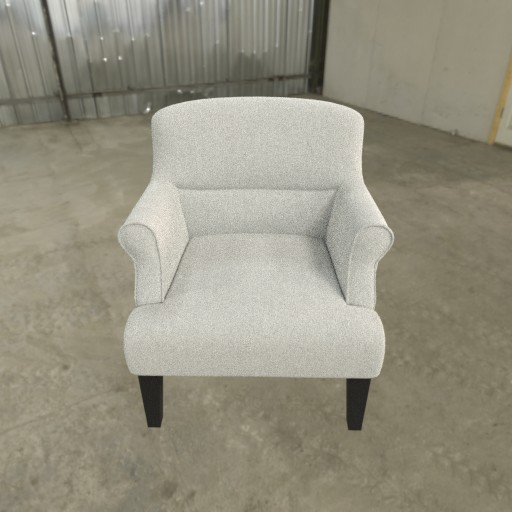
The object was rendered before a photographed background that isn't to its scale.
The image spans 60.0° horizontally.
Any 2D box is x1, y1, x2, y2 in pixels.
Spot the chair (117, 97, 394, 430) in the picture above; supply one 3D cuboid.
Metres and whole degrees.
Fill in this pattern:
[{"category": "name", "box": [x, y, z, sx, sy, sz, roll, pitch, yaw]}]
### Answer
[{"category": "chair", "box": [0.000, 0.000, 1.472, 0.781, 0.875, 0.750, 1, 31, 1]}]
